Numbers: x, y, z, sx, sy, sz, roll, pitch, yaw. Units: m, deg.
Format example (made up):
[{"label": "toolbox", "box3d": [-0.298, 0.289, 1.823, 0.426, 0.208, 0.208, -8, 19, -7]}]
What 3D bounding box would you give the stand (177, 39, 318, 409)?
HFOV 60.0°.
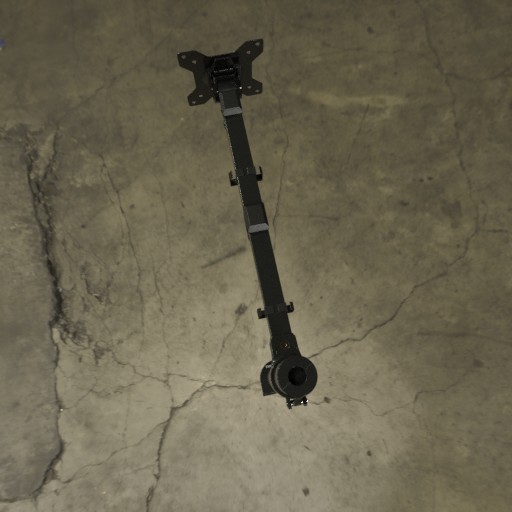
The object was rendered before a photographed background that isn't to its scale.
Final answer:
[{"label": "stand", "box3d": [0.000, 0.000, 0.720, 0.115, 0.510, 0.456, -11, 75, -3]}]
